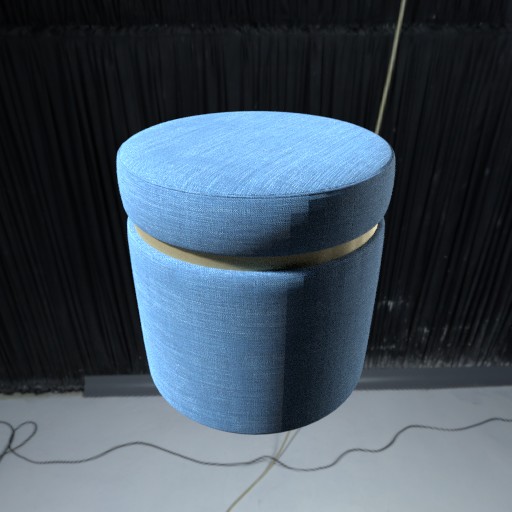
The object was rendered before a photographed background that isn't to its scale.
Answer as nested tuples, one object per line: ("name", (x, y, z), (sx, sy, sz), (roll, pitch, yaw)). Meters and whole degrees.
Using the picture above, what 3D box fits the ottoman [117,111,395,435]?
("ottoman", (0.000, 0.000, 0.737), (0.398, 0.406, 0.398), (0, 30, 0))
